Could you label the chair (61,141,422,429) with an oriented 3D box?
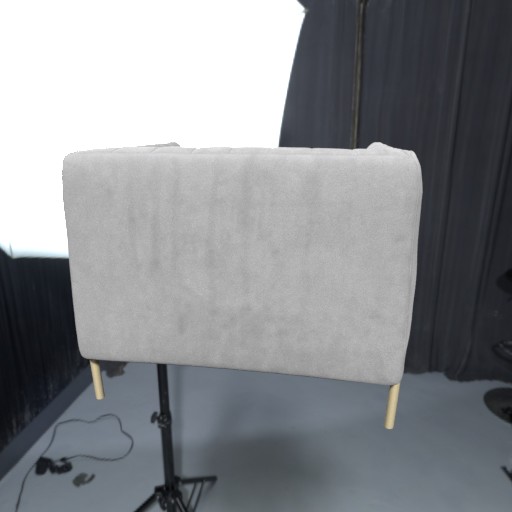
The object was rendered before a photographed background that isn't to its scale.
[{"bbox_3d":[0.000,0.000,1.570,0.981,0.779,0.873,3,16,9],"label":"chair"}]
